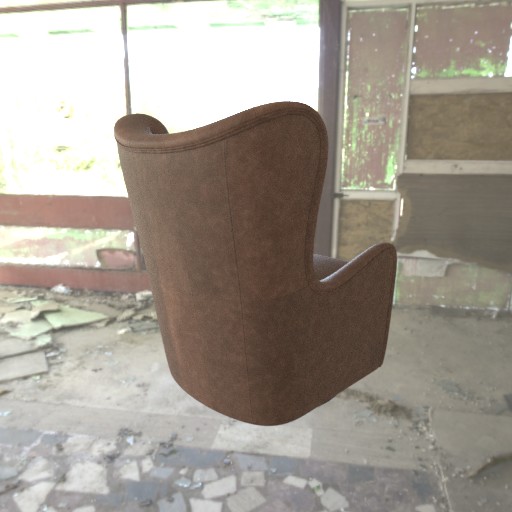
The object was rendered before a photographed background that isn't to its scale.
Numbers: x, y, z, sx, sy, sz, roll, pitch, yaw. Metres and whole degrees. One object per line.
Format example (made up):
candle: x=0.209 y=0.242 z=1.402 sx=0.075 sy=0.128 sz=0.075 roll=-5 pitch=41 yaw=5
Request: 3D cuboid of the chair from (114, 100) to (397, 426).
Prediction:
chair: x=0.000 y=0.000 z=1.741 sx=0.930 sy=1.079 sz=0.831 roll=-14 pitch=20 yaw=-43
